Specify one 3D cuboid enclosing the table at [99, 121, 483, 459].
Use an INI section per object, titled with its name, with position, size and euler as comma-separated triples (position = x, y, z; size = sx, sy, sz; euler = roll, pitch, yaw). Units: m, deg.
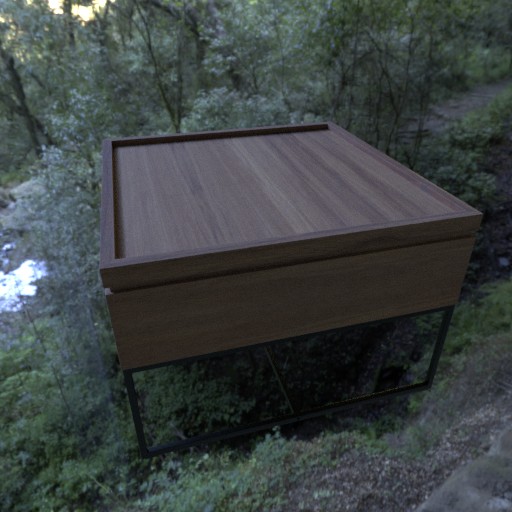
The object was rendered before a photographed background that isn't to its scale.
[table]
position = 0.000, 0.000, 1.133
size = 0.676, 0.464, 0.679
euler = -8, 32, -14
